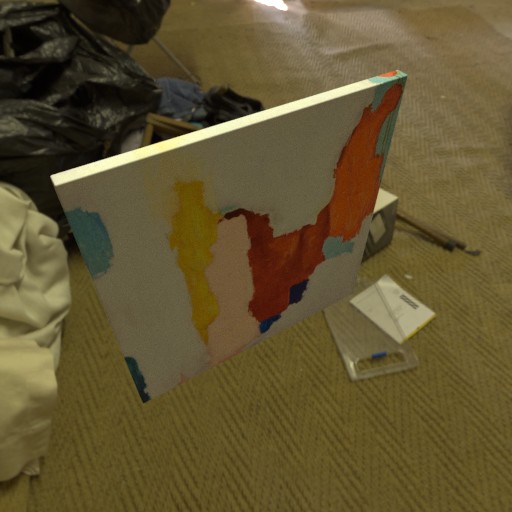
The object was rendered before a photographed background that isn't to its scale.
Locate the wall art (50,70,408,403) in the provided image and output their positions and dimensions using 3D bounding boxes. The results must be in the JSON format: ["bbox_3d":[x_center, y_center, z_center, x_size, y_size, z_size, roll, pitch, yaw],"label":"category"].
[{"bbox_3d":[0.000,0.000,1.493,1.017,1.017,0.044,-24,51,-21],"label":"wall art"}]
